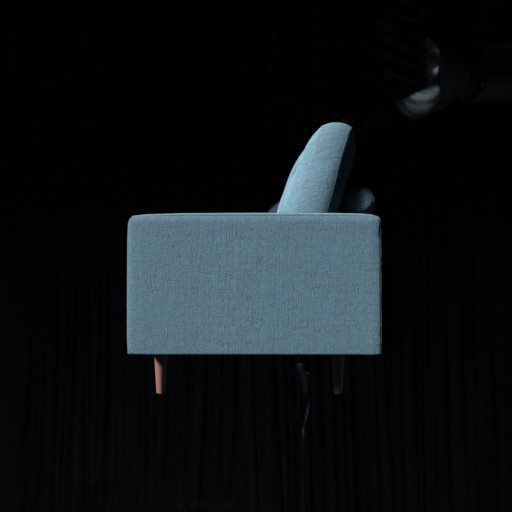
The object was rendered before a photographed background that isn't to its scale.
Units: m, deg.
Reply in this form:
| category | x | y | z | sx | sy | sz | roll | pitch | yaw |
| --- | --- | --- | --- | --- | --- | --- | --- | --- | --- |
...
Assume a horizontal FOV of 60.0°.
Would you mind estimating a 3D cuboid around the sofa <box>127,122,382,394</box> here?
| category | x | y | z | sx | sy | sz | roll | pitch | yaw |
| --- | --- | --- | --- | --- | --- | --- | --- | --- | --- |
| sofa | 0.000 | 0.000 | 2.548 | 0.966 | 1.050 | 2.010 | 0 | 0 | 0 |
